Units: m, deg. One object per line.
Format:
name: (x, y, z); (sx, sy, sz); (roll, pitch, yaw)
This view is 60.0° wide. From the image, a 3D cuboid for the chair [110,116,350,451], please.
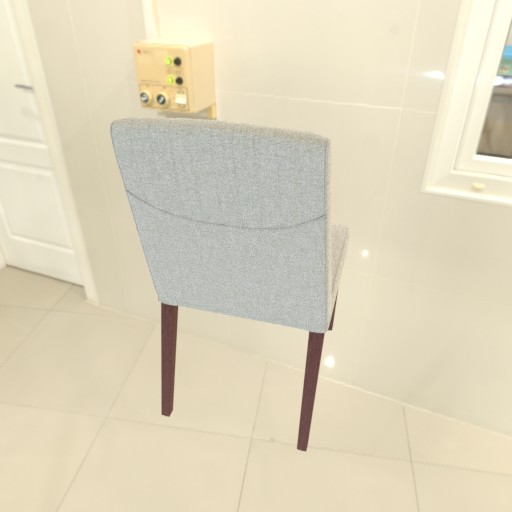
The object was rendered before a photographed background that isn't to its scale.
chair: (0.000, 0.000, 1.254); (0.480, 0.900, 0.594); (9, 33, 14)
